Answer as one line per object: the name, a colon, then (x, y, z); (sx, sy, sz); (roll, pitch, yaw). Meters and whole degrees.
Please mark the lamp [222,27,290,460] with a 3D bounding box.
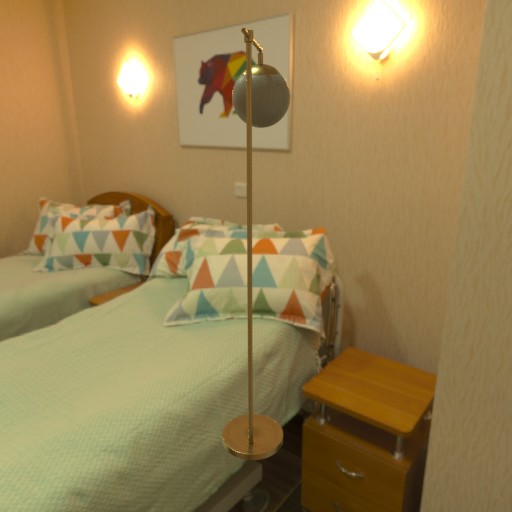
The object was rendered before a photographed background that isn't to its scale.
lamp: (0.000, 0.000, 1.691); (0.249, 1.505, 0.476); (2, 16, 8)
